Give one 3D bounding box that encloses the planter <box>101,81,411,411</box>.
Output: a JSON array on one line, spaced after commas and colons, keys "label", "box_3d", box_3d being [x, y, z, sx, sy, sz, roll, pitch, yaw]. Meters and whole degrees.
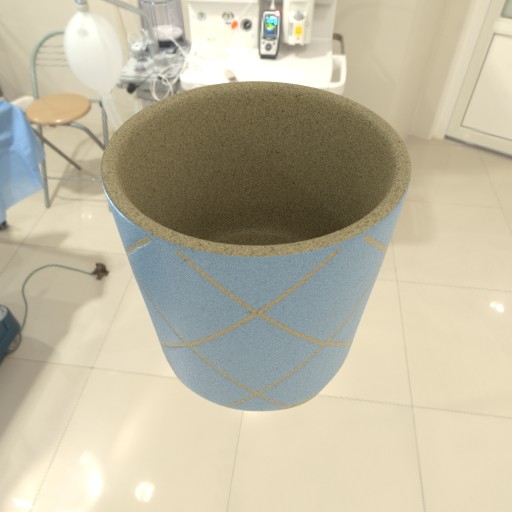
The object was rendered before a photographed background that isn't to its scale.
[{"label": "planter", "box_3d": [0.000, 0.000, 0.416, 0.227, 0.235, 0.227, 0, 46, 0]}]
